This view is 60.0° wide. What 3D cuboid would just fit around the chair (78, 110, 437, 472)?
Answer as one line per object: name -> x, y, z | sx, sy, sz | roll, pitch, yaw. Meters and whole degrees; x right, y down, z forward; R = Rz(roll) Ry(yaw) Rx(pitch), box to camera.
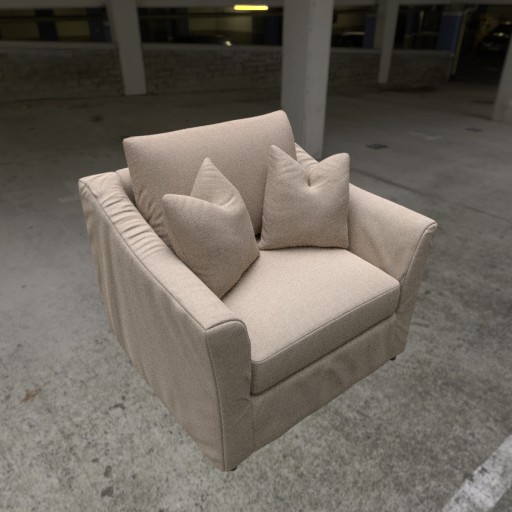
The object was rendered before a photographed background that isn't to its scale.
chair -> 0.000, 0.000, 2.047 | 1.194, 1.093, 1.071 | -21, 36, -32
